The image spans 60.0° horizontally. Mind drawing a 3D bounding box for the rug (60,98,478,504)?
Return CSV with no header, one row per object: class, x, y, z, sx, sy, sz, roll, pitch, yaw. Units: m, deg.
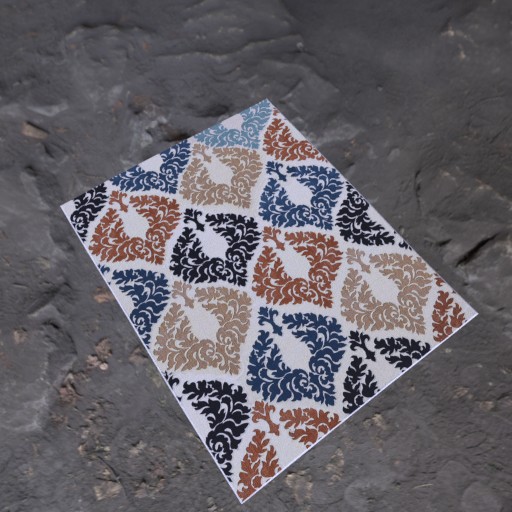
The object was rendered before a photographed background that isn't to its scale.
rug,0.000,0.000,3.957,2.423,0.014,3.040,-32,67,-15
